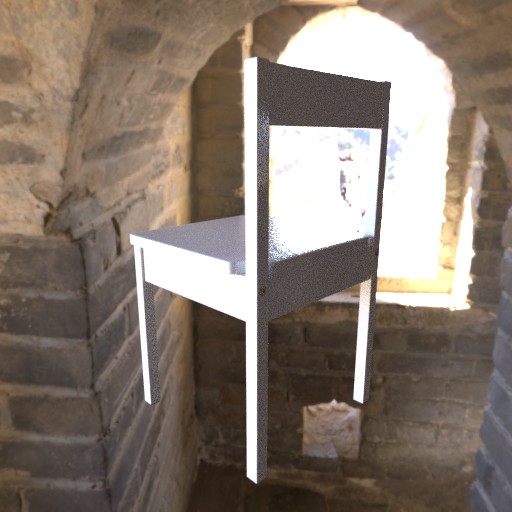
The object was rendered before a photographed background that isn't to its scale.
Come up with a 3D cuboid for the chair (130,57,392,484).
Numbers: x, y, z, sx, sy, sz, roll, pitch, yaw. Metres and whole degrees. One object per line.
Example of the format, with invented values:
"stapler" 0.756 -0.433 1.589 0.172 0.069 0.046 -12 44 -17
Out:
"chair" 0.000 0.000 0.904 0.361 0.668 0.367 14 20 43
